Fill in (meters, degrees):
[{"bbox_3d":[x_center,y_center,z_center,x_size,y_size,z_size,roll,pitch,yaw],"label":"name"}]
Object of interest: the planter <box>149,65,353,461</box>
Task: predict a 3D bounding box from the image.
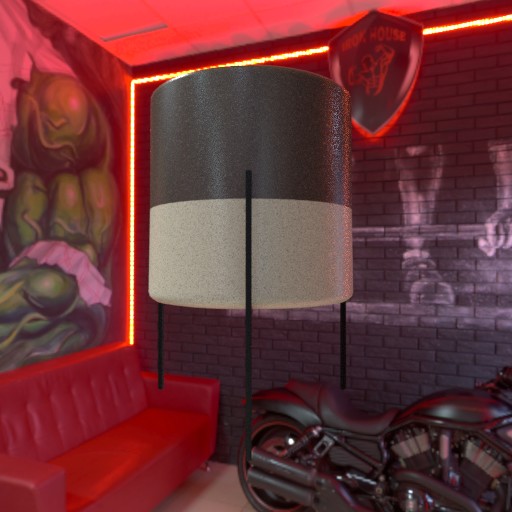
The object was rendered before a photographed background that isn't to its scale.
[{"bbox_3d":[0.000,0.000,0.535,0.260,0.353,0.250,1,-1,-36],"label":"planter"}]
